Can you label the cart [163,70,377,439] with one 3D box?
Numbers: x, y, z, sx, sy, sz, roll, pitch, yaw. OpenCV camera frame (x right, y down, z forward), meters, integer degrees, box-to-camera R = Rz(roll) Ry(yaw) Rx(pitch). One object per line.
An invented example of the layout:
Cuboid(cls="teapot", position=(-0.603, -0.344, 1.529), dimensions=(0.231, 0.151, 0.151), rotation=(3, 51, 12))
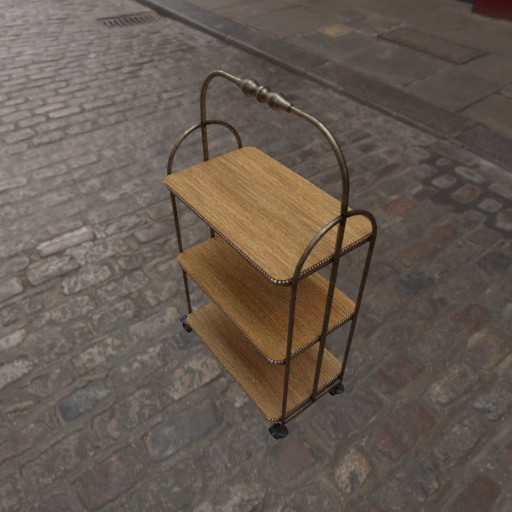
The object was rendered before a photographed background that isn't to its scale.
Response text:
Cuboid(cls="cart", position=(0.000, 0.000, 1.344), dimensions=(0.330, 1.052, 0.650), rotation=(-27, 49, -27))
